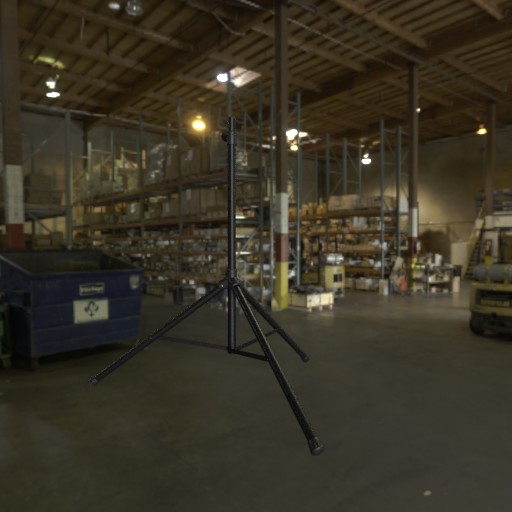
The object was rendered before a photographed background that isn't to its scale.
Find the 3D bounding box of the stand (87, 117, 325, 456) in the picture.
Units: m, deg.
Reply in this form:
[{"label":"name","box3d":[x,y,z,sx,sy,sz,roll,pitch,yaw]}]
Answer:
[{"label":"stand","box3d":[0.000,0.000,2.739,1.596,1.595,1.339,1,1,37]}]
